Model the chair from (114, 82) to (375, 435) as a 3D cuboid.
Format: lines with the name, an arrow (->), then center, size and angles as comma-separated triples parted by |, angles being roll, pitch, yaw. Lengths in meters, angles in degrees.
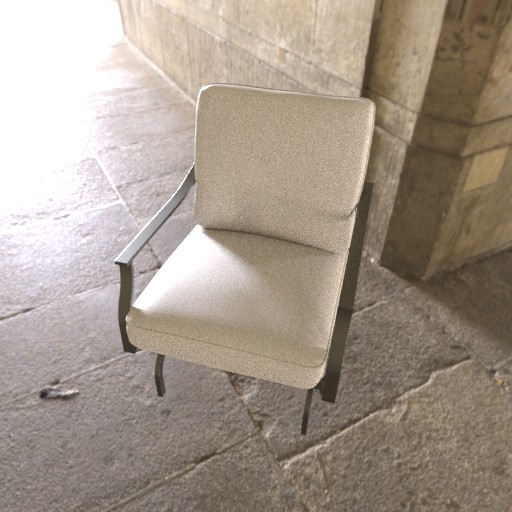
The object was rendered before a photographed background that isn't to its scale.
chair -> 0.000, 0.000, 1.433 | 0.650, 0.860, 0.787 | 11, 42, 12
